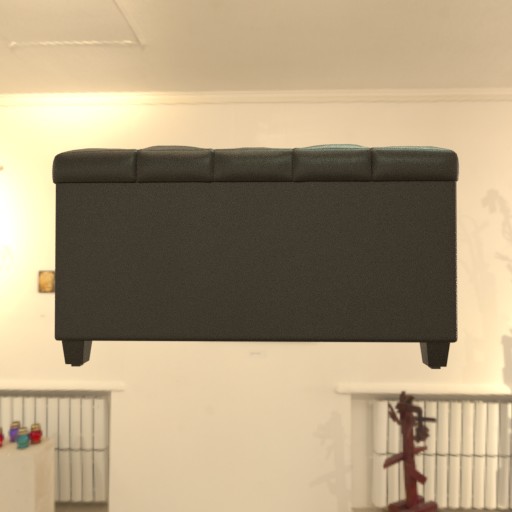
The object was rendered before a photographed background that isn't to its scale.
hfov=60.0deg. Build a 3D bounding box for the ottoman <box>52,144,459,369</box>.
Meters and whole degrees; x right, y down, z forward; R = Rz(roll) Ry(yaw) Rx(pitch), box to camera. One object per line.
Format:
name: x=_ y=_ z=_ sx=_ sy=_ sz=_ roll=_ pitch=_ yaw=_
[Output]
ottoman: x=0.000 y=0.000 z=1.102 sx=0.838 sy=0.470 sz=0.432 roll=0 pitch=-1 yaw=2
